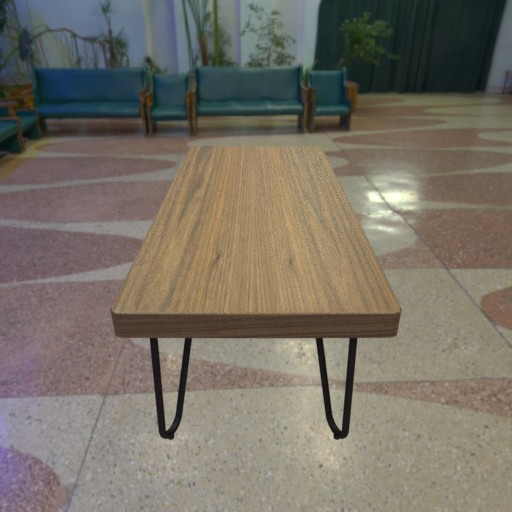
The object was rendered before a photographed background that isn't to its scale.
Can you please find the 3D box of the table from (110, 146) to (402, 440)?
[{"bbox_3d":[0.000,0.000,1.658,0.637,0.468,1.375,0,29,0],"label":"table"}]
